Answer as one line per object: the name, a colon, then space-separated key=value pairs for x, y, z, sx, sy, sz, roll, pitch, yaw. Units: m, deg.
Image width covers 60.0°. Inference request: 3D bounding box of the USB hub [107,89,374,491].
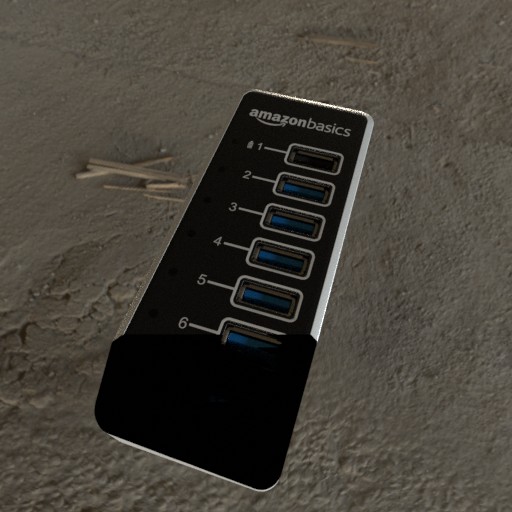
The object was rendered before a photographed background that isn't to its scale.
USB hub: x=0.000 y=0.000 z=0.124 sx=0.044 sy=0.023 sz=0.110 roll=15 pitch=60 yaw=9
